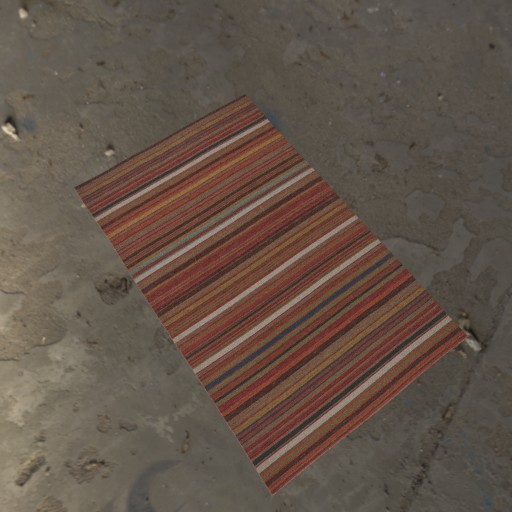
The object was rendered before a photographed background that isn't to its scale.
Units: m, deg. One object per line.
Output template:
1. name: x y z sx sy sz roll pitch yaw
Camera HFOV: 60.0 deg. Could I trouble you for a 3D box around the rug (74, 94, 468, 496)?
1. rug: 0.000 0.000 2.996 1.523 0.008 2.438 -33 70 -14
